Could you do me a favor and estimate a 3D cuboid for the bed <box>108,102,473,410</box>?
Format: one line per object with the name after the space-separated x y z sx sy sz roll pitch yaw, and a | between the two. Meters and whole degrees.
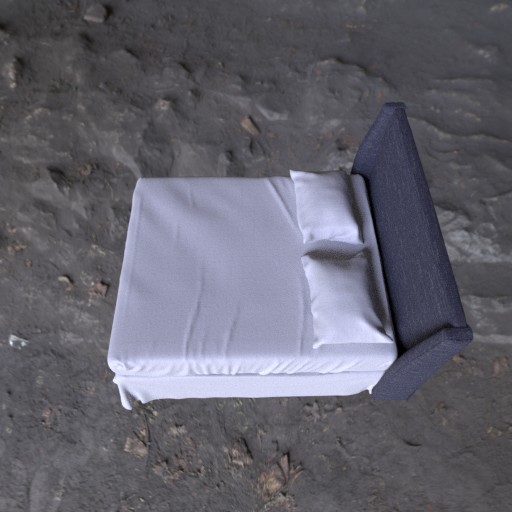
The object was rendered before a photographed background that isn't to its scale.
0.000 0.000 3.353 2.276 1.332 1.925 -1 58 -1 | bed
